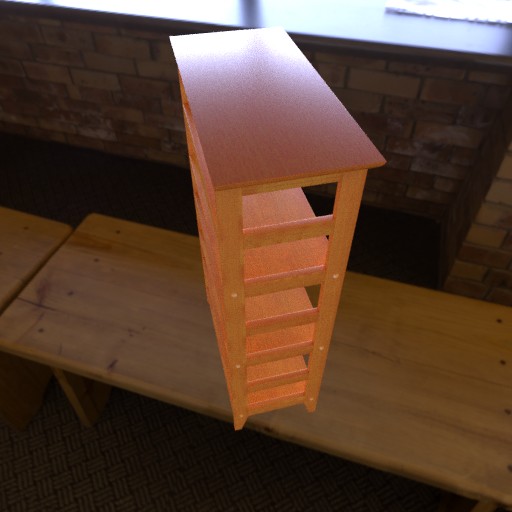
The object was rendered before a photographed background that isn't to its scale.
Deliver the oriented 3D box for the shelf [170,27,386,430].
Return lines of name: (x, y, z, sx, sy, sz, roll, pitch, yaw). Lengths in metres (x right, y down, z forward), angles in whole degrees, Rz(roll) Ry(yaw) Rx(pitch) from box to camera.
shelf: (0.000, 0.000, 1.350, 0.305, 1.067, 0.660, -10, 47, -9)
